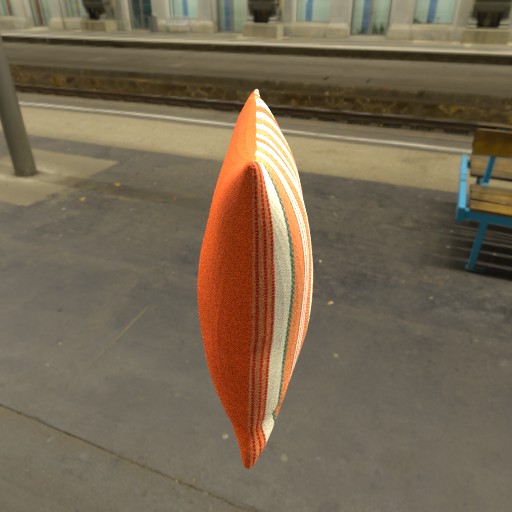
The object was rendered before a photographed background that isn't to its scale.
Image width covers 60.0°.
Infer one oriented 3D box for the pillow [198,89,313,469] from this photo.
[{"bbox_3d":[0.000,0.000,0.698,0.182,0.441,0.440,0,30,1],"label":"pillow"}]
